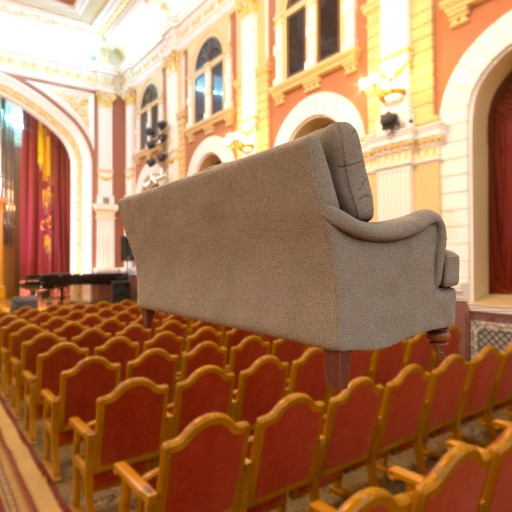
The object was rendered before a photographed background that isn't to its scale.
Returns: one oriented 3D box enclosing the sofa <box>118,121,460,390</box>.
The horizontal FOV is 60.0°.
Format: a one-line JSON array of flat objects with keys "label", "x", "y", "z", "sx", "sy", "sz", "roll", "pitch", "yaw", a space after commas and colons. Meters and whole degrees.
[{"label": "sofa", "x": 0.000, "y": 0.000, "z": 2.803, "sx": 1.069, "sy": 1.096, "sz": 2.193, "roll": 1, "pitch": -1, "yaw": -36}]
